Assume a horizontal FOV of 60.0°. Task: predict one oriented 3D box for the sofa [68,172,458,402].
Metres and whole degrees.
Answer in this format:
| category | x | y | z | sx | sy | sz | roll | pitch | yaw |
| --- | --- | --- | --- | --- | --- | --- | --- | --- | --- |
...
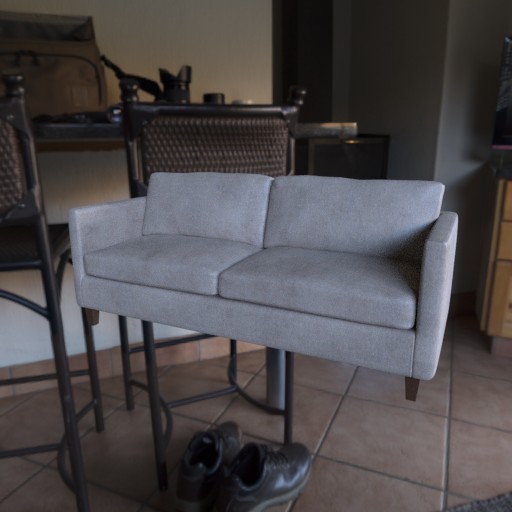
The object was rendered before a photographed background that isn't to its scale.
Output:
| category | x | y | z | sx | sy | sz | roll | pitch | yaw |
| --- | --- | --- | --- | --- | --- | --- | --- | --- | --- |
| sofa | 0.000 | 0.000 | 2.730 | 2.208 | 0.965 | 0.951 | 7 | 16 | 25 |
